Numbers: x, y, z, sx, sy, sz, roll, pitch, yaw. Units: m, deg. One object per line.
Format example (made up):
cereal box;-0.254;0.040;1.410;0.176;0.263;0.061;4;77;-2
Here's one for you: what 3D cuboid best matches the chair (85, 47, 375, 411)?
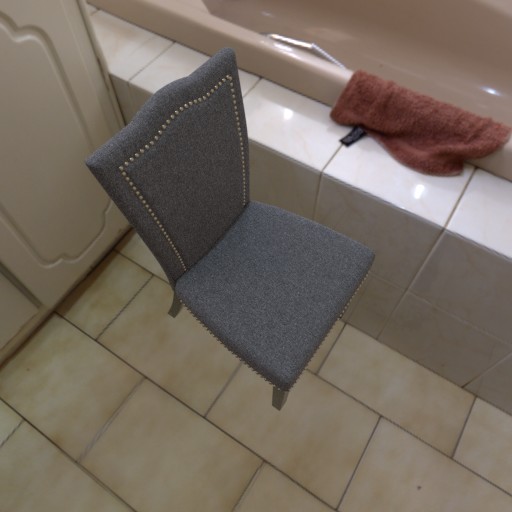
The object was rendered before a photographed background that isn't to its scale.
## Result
chair;0.000;0.000;1.332;0.589;0.946;0.518;31;64;18
